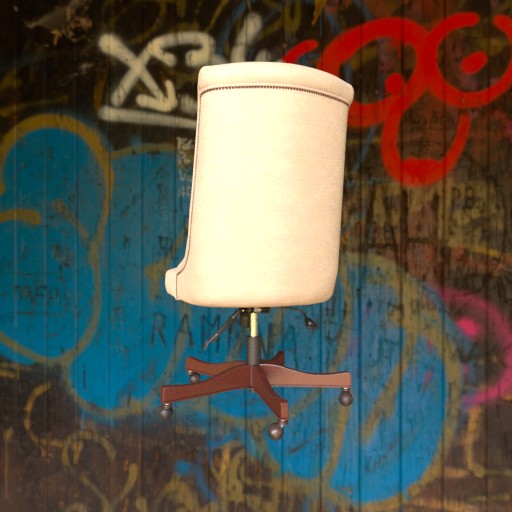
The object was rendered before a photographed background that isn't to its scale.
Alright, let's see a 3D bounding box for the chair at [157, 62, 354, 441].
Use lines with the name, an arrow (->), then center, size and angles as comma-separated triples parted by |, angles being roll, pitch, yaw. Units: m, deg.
chair -> 0.000, 0.000, 1.470 | 0.645, 1.010, 0.696 | 0, 1, -17
